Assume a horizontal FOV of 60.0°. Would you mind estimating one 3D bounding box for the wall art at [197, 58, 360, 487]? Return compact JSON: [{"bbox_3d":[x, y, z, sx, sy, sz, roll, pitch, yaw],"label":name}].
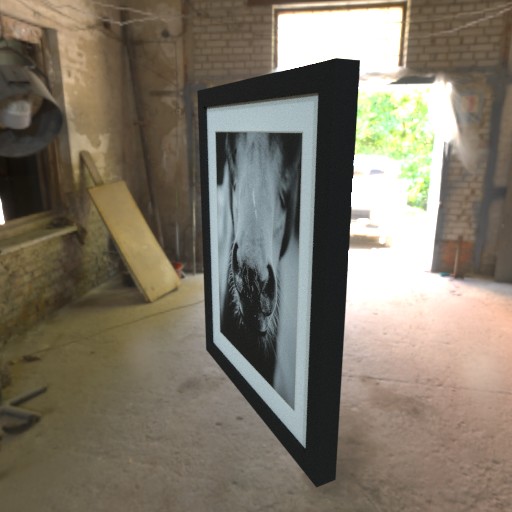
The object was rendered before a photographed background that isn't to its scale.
[{"bbox_3d":[0.000,0.000,0.543,0.024,0.404,0.329,-8,17,-25],"label":"wall art"}]
